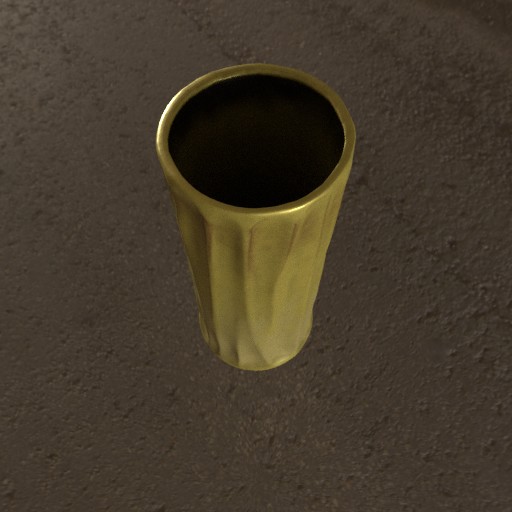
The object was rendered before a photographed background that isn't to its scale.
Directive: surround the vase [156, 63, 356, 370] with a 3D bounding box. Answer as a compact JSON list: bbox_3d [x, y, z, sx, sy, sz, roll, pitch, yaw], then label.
[{"bbox_3d":[0.000,0.000,0.178,0.061,0.143,0.061,0,63,0],"label":"vase"}]
